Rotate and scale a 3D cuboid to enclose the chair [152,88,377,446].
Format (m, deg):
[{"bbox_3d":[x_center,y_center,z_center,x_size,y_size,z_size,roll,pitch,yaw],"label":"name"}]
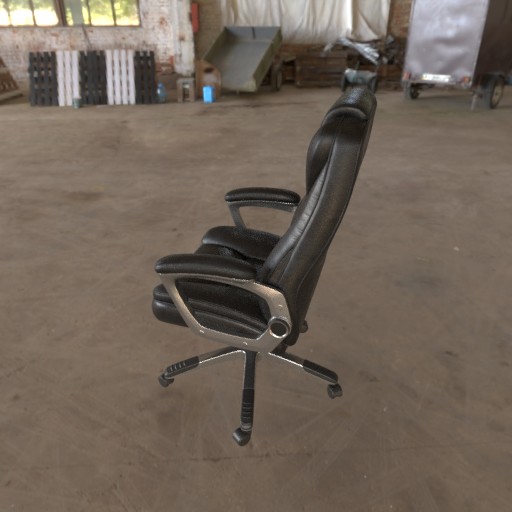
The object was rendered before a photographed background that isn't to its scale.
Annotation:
[{"bbox_3d":[0.000,0.000,1.508,0.689,1.075,0.697,9,30,15],"label":"chair"}]
